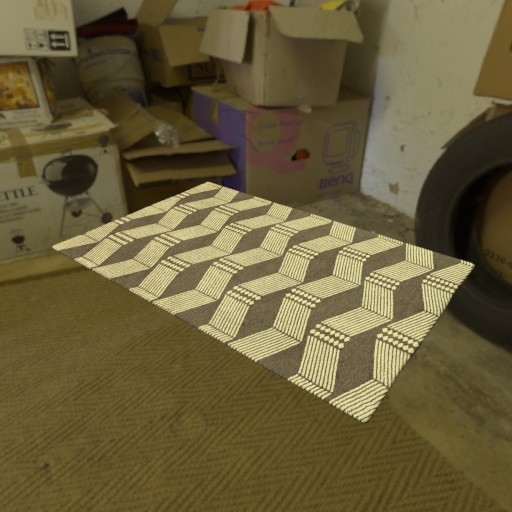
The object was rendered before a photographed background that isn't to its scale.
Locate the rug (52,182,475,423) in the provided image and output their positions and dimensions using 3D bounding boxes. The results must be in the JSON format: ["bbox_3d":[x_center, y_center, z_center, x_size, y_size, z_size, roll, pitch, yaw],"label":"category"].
[{"bbox_3d":[0.000,0.000,2.288,1.833,0.016,1.210,22,37,32],"label":"rug"}]
